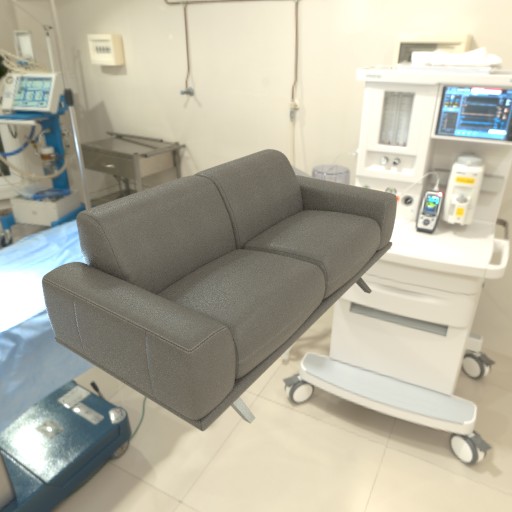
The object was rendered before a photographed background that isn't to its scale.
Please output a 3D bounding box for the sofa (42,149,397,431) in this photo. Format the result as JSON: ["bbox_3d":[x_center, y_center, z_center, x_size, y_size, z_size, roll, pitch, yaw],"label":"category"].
[{"bbox_3d":[0.000,0.000,2.361,0.900,0.772,1.901,18,32,31],"label":"sofa"}]
